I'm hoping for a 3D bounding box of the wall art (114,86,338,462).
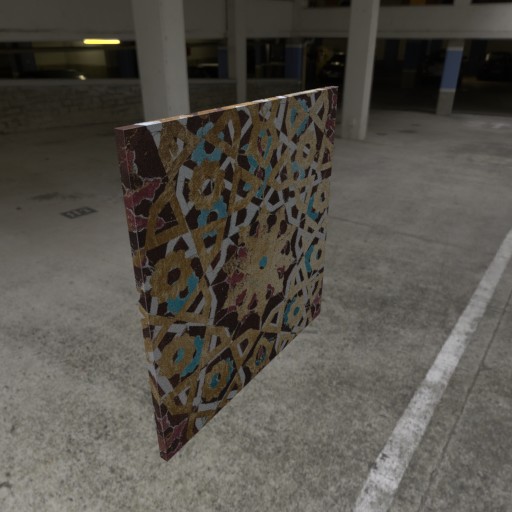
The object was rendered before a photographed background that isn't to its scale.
[{"bbox_3d":[0.000,0.000,1.149,0.028,0.762,0.757,18,32,31],"label":"wall art"}]
